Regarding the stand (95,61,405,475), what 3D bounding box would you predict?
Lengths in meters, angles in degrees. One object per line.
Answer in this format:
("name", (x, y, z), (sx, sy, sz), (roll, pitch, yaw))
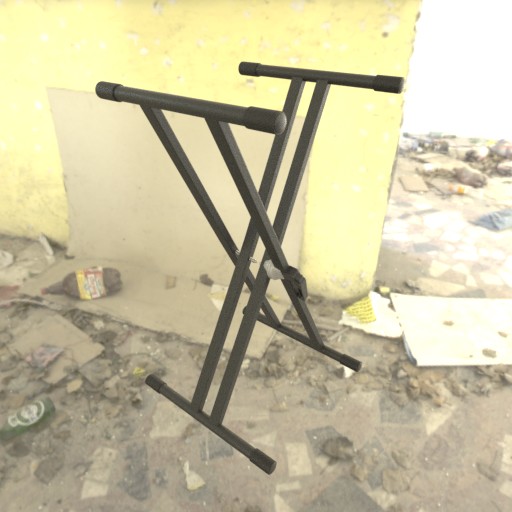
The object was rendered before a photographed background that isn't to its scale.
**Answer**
("stand", (0.000, 0.000, 1.202), (0.495, 0.900, 0.503), (22, 37, 33))
